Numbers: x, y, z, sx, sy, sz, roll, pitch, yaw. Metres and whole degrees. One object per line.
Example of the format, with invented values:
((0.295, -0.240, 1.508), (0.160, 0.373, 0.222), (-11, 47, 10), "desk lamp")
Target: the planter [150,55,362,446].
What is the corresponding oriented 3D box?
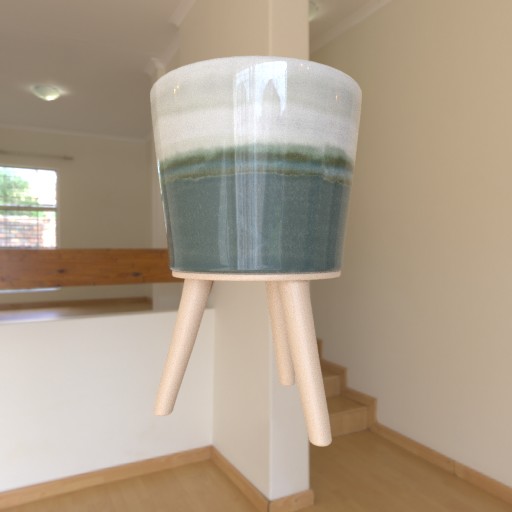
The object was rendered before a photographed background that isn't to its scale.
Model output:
((0.000, 0.000, 0.469), (0.217, 0.331, 0.217), (1, 1, 37), "planter")
